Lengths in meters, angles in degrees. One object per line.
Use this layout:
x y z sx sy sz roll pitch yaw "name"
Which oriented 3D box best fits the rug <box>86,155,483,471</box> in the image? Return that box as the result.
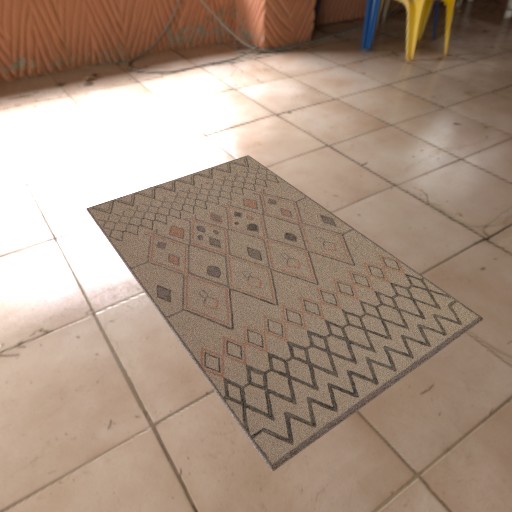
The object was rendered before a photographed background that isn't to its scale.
0.000 0.000 3.003 1.524 0.015 2.438 -24 46 -26 "rug"
